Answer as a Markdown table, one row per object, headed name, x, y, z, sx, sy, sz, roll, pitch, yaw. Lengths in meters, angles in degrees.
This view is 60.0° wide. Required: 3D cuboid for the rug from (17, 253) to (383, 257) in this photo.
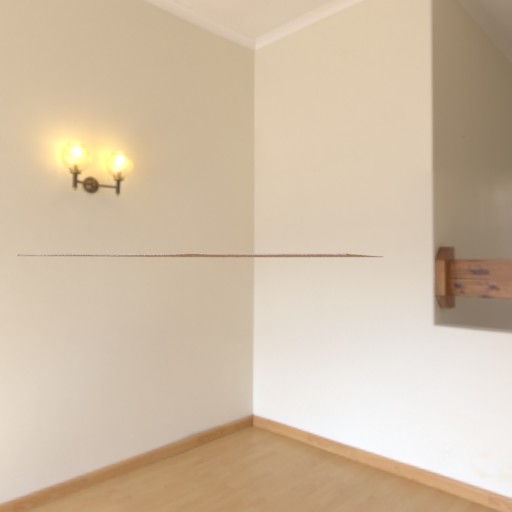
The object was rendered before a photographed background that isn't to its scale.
| name | x | y | z | sx | sy | sz | roll | pitch | yaw |
| --- | --- | --- | --- | --- | --- | --- | --- | --- | --- |
| rug | 0.000 | 0.000 | 2.968 | 1.522 | 0.012 | 2.440 | 0 | 0 | 19 |
